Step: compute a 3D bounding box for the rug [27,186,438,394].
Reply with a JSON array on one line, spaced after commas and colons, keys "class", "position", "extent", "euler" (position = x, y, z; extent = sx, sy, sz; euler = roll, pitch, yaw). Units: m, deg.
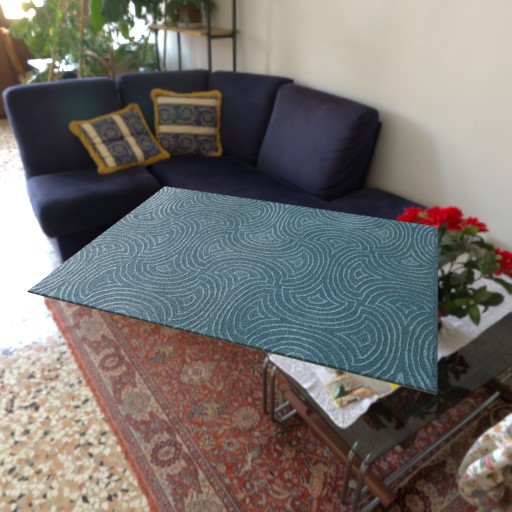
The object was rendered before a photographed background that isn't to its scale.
[{"class": "rug", "position": [0.000, 0.000, 2.764], "extent": [2.144, 0.015, 1.543], "euler": [11, 33, 16]}]
